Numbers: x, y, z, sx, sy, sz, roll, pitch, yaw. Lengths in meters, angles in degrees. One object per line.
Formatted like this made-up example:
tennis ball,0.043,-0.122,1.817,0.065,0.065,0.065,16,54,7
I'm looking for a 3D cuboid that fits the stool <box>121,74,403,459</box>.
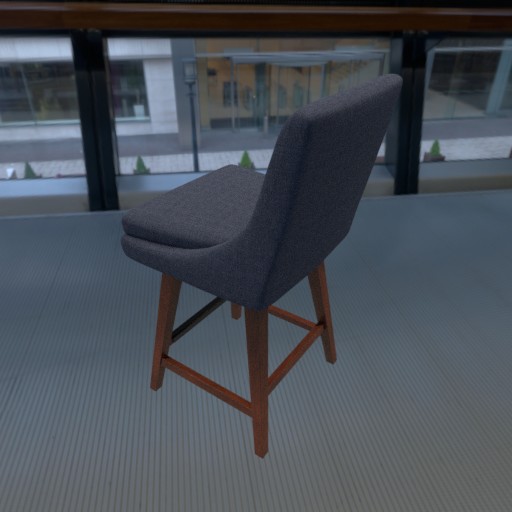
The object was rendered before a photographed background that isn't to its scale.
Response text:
stool,0.000,0.000,1.164,0.524,0.895,0.467,20,37,29
